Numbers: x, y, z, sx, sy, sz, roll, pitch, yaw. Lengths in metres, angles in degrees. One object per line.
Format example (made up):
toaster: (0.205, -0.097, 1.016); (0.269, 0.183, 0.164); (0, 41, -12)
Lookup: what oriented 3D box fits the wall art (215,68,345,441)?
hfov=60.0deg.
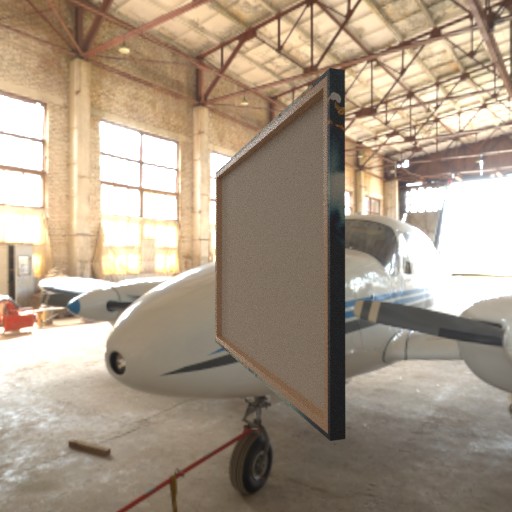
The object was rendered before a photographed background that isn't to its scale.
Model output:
wall art: (0.000, 0.000, 1.450); (0.035, 0.759, 1.138); (0, 0, -17)
